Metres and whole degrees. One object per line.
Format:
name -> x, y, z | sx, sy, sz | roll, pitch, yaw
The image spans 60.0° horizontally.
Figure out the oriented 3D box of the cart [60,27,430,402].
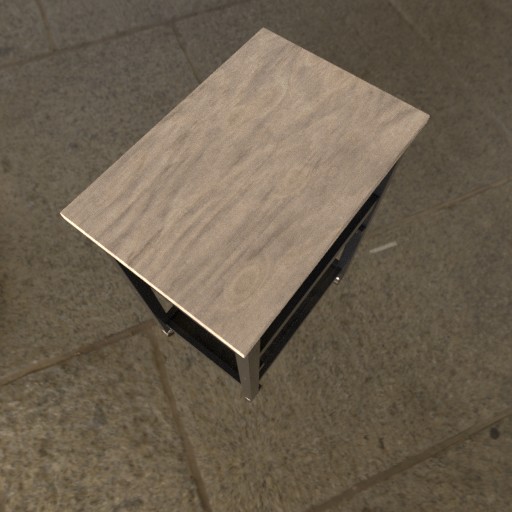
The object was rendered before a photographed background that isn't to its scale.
cart -> 0.000, 0.000, 1.181 | 0.403, 0.839, 0.584 | 35, 70, 15
